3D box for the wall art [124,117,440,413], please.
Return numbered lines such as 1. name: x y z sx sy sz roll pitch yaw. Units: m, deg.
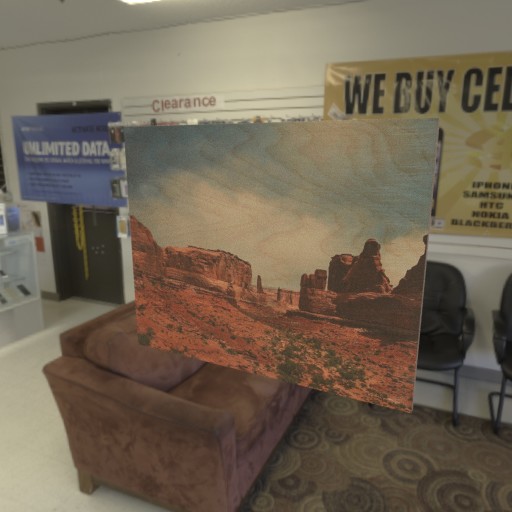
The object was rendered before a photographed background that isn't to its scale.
1. wall art: 0.000 0.000 0.706 0.508 0.406 0.013 7 15 26
